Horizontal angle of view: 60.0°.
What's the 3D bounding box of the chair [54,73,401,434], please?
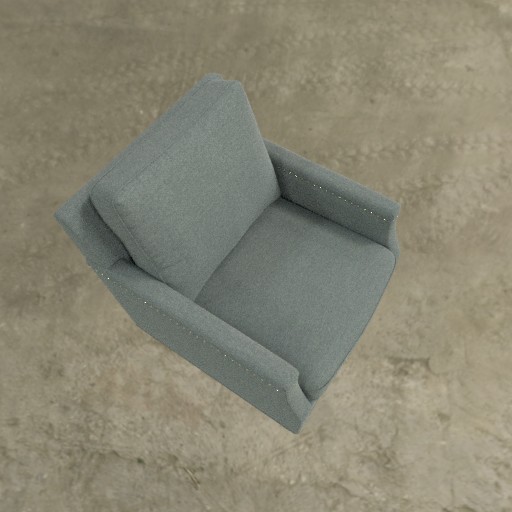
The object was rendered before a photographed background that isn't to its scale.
[{"bbox_3d":[0.000,0.000,1.810,1.031,1.031,0.885,30,64,16],"label":"chair"}]
